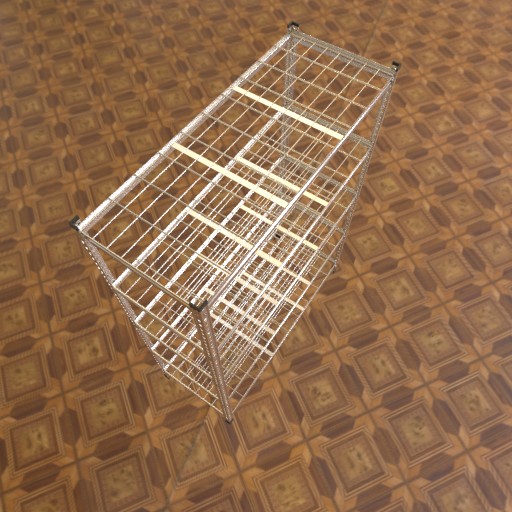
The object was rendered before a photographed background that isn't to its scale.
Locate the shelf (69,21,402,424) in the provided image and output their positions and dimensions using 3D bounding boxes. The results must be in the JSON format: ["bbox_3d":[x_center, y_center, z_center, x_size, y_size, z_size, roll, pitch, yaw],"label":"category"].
[{"bbox_3d":[0.000,0.000,2.688,0.610,1.981,1.524,31,64,17],"label":"shelf"}]
